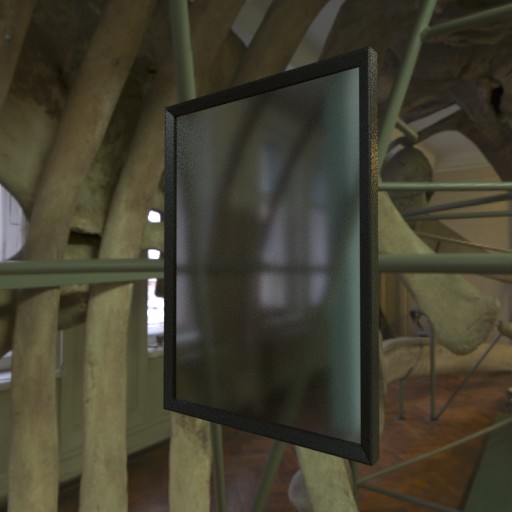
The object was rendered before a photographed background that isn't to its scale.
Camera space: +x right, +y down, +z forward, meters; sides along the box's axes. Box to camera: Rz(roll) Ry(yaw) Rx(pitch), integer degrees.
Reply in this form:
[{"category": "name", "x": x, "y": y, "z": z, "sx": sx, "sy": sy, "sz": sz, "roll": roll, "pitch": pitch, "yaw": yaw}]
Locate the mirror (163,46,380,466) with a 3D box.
[{"category": "mirror", "x": 0.000, "y": 0.000, "z": 0.911, "sx": 0.507, "sy": 0.710, "sz": 0.039, "roll": -1, "pitch": -1, "yaw": 36}]
